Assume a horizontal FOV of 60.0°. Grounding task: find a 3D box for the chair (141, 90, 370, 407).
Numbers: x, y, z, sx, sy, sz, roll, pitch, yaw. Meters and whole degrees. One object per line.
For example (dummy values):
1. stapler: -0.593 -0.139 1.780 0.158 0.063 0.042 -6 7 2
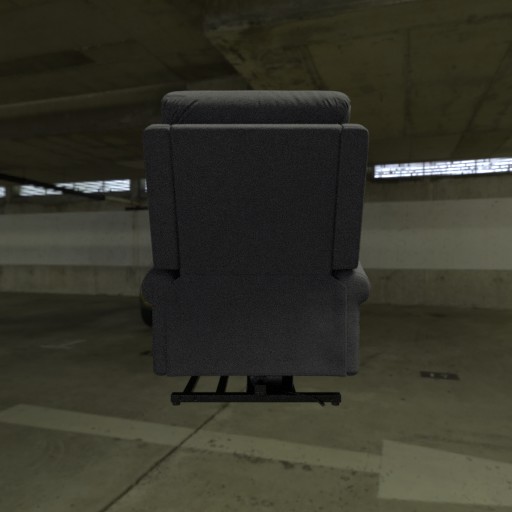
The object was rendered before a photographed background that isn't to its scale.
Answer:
1. chair: 0.000 0.000 1.793 0.871 1.031 0.979 0 0 0
